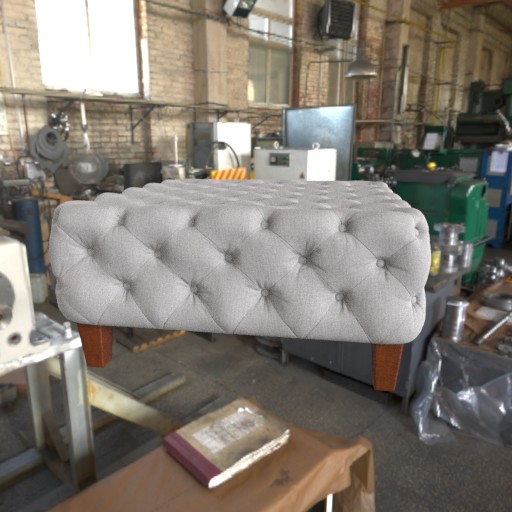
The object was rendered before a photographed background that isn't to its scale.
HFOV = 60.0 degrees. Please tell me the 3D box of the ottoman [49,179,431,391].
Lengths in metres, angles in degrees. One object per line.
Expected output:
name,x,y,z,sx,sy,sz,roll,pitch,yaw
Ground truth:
ottoman,0.000,0.000,1.193,0.758,0.365,0.764,2,14,9
